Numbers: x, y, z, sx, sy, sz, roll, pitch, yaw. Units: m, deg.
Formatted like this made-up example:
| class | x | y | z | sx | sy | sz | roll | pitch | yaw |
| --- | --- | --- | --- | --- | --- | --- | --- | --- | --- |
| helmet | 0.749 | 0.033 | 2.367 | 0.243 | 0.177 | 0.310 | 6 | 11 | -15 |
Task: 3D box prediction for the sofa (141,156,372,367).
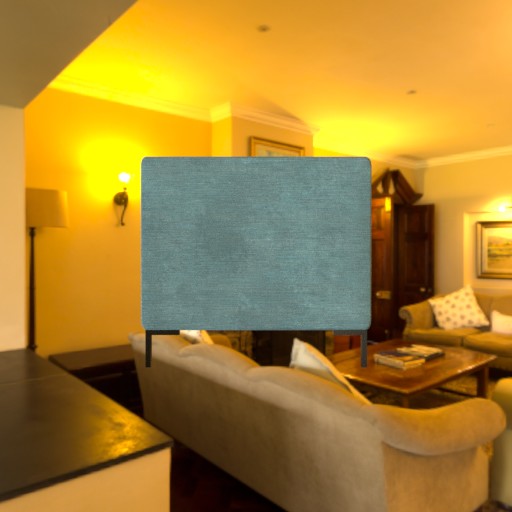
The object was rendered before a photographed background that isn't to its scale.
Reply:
| class | x | y | z | sx | sy | sz | roll | pitch | yaw |
| --- | --- | --- | --- | --- | --- | --- | --- | --- | --- |
| sofa | 0.000 | 0.000 | 2.284 | 0.686 | 0.635 | 1.981 | 0 | 1 | 0 |
